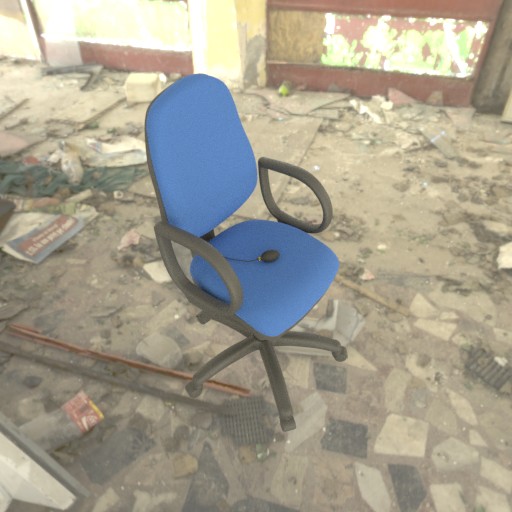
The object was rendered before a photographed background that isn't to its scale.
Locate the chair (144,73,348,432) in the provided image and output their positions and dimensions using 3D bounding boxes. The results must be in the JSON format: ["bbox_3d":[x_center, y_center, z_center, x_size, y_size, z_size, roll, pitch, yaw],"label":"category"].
[{"bbox_3d":[0.000,0.000,1.276,0.549,0.905,0.552,26,47,28],"label":"chair"}]
